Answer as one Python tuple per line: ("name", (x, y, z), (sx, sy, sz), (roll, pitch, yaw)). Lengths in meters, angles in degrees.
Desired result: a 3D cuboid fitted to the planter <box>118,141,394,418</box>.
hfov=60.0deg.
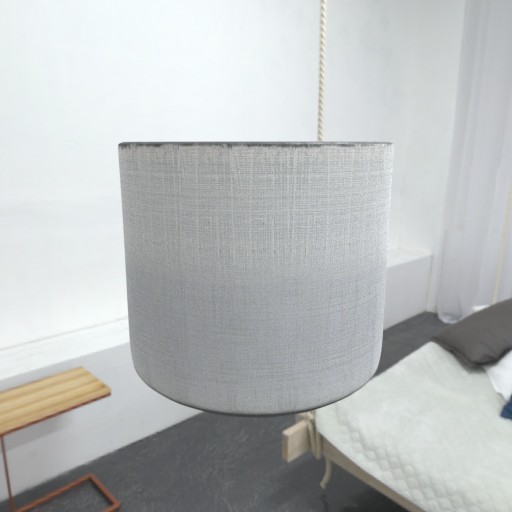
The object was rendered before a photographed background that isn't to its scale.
("planter", (0.000, 0.000, 0.444), (0.254, 0.221, 0.254), (0, 14, 0))
